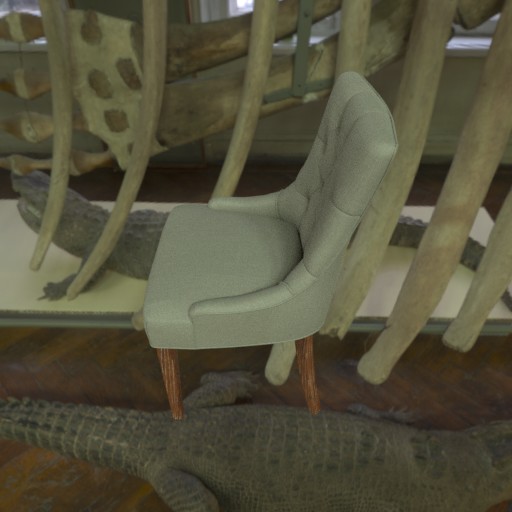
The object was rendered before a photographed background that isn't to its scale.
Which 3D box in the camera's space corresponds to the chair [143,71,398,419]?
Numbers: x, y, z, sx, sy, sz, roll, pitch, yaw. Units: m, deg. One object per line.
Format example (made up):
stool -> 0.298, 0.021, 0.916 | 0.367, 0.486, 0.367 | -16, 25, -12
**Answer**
chair -> 0.000, 0.000, 1.224 | 0.565, 0.874, 0.509 | 0, 39, 1
